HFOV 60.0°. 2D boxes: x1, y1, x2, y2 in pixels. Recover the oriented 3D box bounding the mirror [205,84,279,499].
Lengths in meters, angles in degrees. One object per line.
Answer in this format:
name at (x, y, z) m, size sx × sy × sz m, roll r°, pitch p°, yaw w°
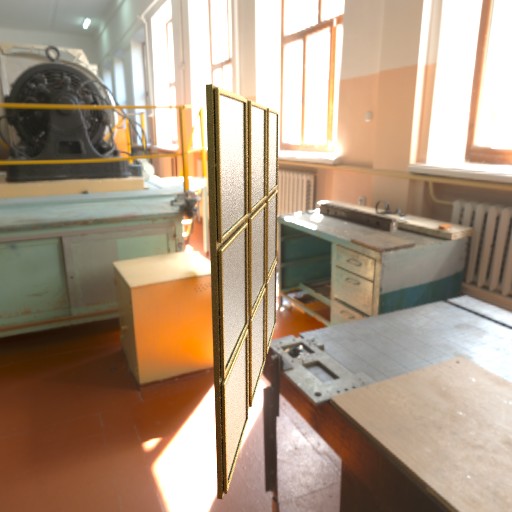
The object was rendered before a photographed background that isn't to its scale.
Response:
mirror at (0.000, 0.000, 1.413) m, size 0.023 × 0.926 × 1.011 m, roll 2°, pitch 16°, yaw 9°
